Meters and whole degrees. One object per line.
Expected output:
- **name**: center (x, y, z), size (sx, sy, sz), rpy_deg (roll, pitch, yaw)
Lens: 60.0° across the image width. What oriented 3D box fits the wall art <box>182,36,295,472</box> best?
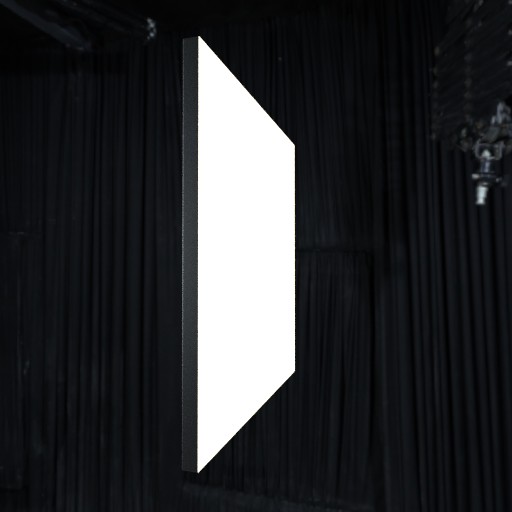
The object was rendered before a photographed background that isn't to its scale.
- **wall art**: center (0.000, 0.000, 1.160), size (0.031, 0.775, 0.773), rpy_deg (0, -1, 18)
